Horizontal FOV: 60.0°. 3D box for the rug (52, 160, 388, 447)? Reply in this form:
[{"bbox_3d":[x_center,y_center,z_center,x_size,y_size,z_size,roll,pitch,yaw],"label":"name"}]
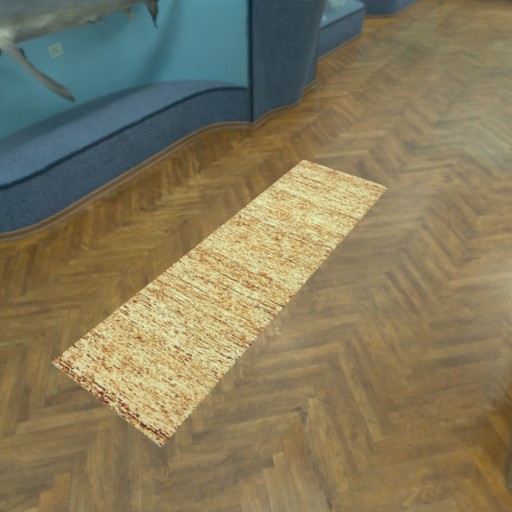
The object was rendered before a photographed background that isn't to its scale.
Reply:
[{"bbox_3d":[0.000,0.000,2.525,0.680,0.014,2.237,25,47,26],"label":"rug"}]
